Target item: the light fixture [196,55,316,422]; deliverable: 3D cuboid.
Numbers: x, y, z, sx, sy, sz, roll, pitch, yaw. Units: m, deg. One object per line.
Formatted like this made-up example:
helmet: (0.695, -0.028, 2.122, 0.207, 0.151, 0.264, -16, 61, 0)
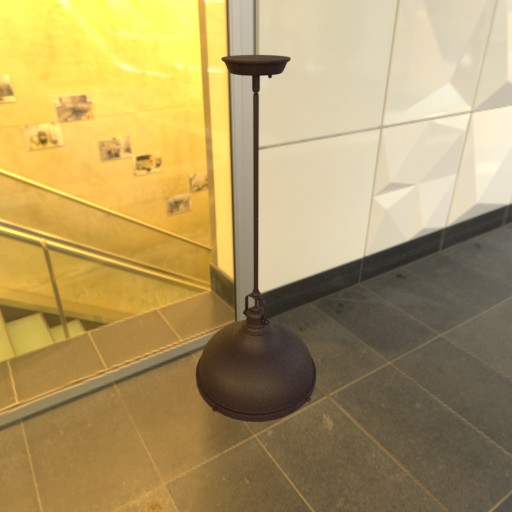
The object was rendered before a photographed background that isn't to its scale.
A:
light fixture: (0.000, 0.000, 1.036, 0.341, 0.849, 0.341, 20, 35, 32)
